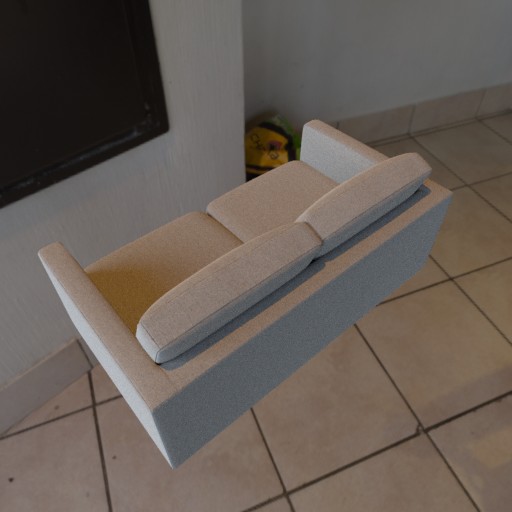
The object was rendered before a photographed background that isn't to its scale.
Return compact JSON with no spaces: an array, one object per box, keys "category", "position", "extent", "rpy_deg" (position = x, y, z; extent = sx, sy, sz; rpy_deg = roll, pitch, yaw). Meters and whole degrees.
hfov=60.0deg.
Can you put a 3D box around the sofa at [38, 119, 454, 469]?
[{"category":"sofa","position":[0.000,0.000,2.250],"extent":[1.731,0.900,1.000],"rpy_deg":[-32,54,-27]}]
